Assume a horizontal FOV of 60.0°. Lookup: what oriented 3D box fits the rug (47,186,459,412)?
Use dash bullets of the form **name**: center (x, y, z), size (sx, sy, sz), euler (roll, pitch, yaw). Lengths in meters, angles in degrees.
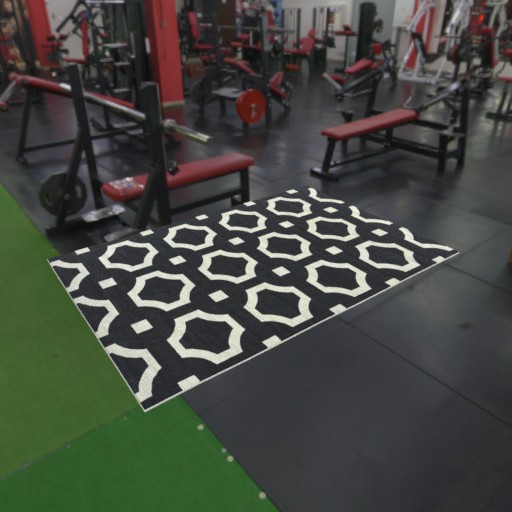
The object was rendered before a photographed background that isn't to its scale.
- **rug**: center (0.000, 0.000, 2.966), size (2.286, 0.016, 1.555), euler (-20, 35, -31)
